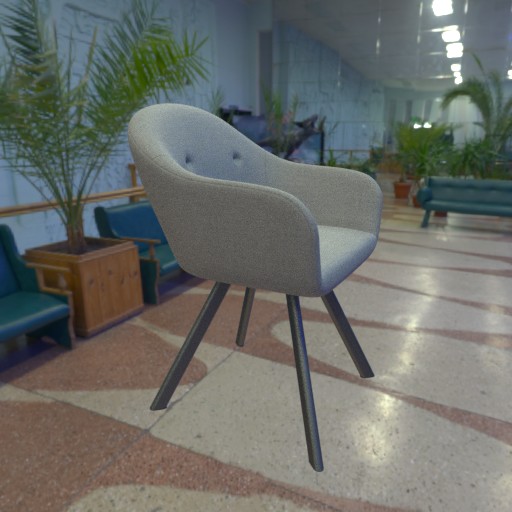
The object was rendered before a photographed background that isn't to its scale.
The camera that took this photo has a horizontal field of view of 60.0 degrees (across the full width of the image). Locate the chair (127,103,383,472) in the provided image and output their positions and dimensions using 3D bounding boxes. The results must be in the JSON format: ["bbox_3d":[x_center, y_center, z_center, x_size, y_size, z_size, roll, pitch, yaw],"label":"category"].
[{"bbox_3d":[0.000,0.000,1.174,0.570,0.780,0.540,8,17,27],"label":"chair"}]
